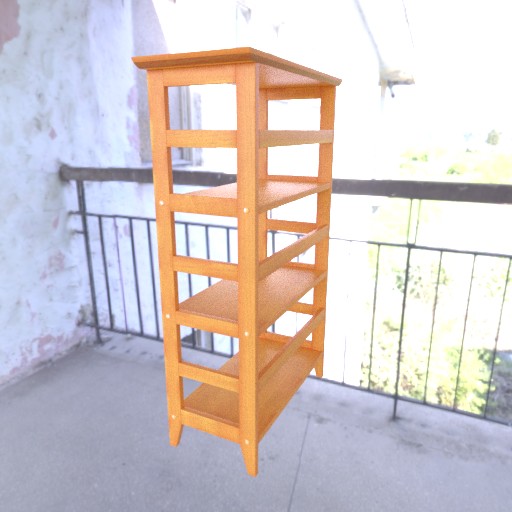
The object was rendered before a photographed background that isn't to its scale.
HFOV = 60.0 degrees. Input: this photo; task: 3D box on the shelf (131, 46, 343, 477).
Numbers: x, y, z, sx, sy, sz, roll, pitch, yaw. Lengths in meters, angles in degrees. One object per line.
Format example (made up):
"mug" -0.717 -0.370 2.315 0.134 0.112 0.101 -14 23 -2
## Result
"shelf" 0.000 0.000 1.370 0.305 1.067 0.660 8 18 26
